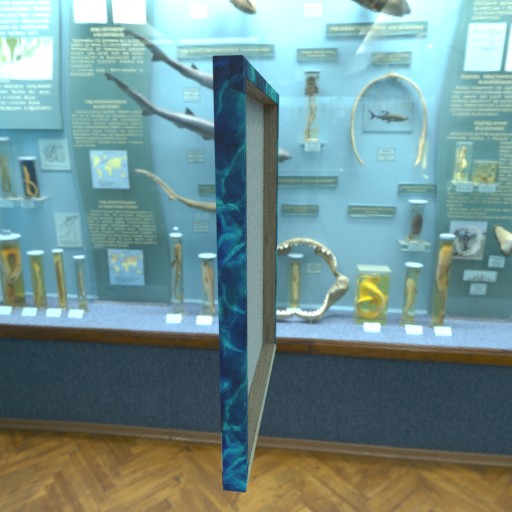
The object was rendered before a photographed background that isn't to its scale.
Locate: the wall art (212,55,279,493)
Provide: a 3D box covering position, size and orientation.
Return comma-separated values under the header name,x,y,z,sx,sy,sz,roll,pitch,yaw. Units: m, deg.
name,x,y,z,sx,sy,sz,roll,pitch,yaw
wall art,0.000,0.000,0.860,0.038,0.635,0.508,2,15,8
